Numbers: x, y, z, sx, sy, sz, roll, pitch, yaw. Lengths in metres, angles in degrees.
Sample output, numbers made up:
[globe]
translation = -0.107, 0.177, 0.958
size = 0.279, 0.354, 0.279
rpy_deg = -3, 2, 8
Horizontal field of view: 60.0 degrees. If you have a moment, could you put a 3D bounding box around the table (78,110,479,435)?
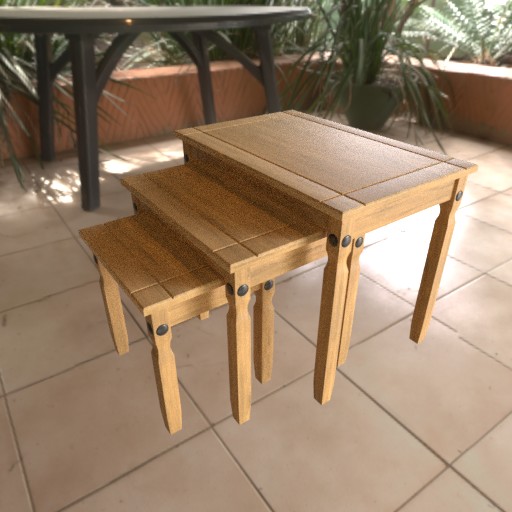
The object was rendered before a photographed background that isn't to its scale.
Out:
[table]
translation = 0.000, 0.000, 1.179
size = 0.773, 0.535, 0.660
rpy_deg = -20, 37, -30
